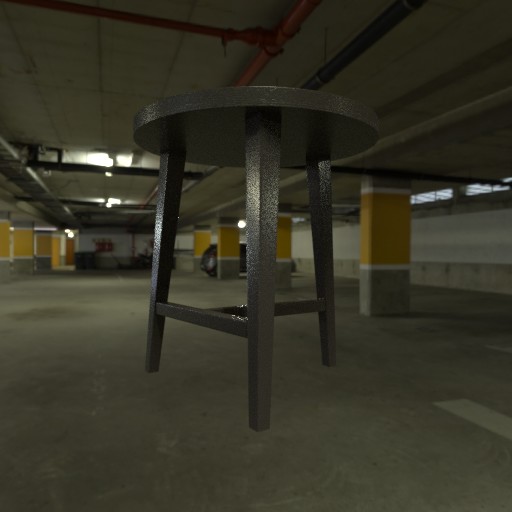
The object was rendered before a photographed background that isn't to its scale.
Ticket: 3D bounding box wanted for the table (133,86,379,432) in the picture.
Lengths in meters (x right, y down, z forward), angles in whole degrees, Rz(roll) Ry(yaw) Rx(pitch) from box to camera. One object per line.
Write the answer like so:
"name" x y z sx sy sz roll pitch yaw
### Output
"table" 0.000 0.000 0.938 0.500 0.531 0.500 0 0 0
